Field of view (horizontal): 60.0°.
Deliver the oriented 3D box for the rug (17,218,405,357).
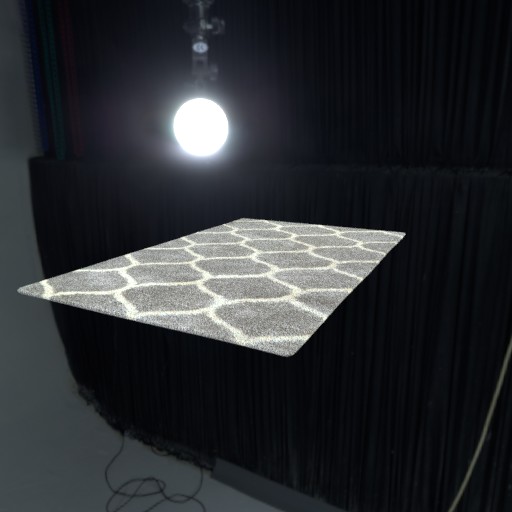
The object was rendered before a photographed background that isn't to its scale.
[{"bbox_3d":[0.000,0.000,2.894,1.501,0.025,2.348,7,16,26],"label":"rug"}]
